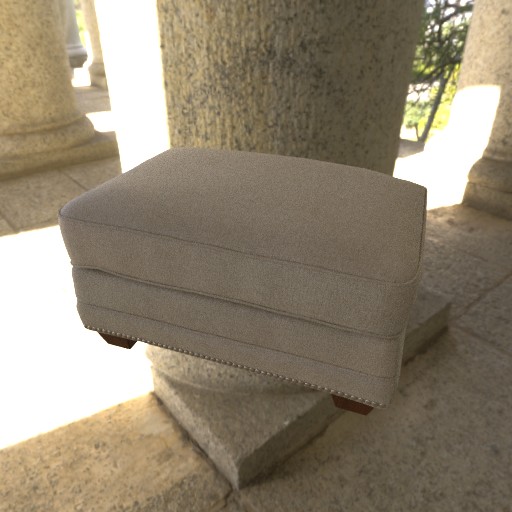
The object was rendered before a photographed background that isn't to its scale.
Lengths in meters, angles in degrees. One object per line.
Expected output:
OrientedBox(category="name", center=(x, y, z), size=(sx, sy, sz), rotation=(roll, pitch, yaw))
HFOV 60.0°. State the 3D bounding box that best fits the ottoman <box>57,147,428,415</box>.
OrientedBox(category="ottoman", center=(0.000, 0.000, 1.184), size=(0.813, 0.458, 0.559), rotation=(10, 32, 17))
